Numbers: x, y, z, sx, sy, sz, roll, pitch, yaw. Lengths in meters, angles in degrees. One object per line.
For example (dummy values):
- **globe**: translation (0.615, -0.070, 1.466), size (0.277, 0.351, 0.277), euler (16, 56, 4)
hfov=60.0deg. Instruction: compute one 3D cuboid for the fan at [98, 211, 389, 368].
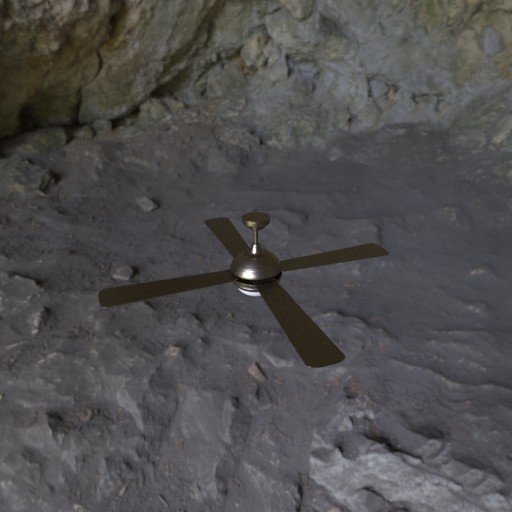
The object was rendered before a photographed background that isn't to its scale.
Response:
- **fan**: translation (0.000, 0.000, 2.006), size (1.321, 0.381, 1.321), euler (0, 27, 0)
